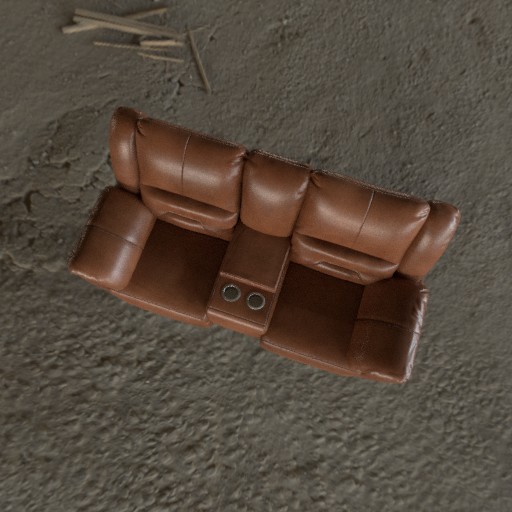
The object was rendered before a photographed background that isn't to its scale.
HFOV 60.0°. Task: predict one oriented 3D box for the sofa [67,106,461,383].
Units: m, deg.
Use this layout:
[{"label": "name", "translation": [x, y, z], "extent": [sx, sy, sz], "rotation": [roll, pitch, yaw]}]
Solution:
[{"label": "sofa", "translation": [0.000, 0.000, 2.677], "extent": [2.058, 1.043, 0.991], "rotation": [18, 76, 5]}]
